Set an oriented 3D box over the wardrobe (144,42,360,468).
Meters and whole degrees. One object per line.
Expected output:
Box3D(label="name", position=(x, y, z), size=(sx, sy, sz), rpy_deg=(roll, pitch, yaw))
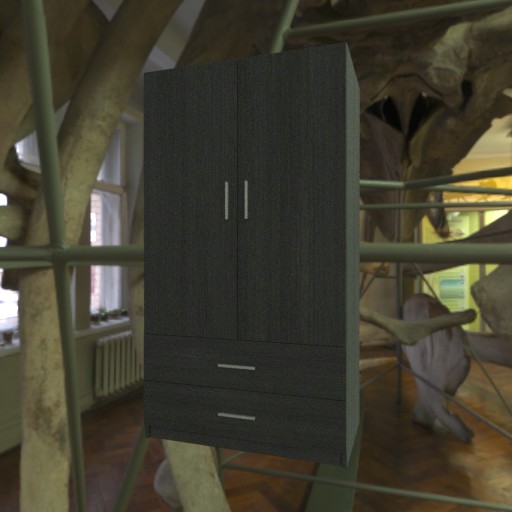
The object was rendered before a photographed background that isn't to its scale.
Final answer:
Box3D(label="wardrobe", position=(0.000, 0.000, 2.287), size=(0.991, 1.808, 0.577), rpy_deg=(0, 0, 19))
